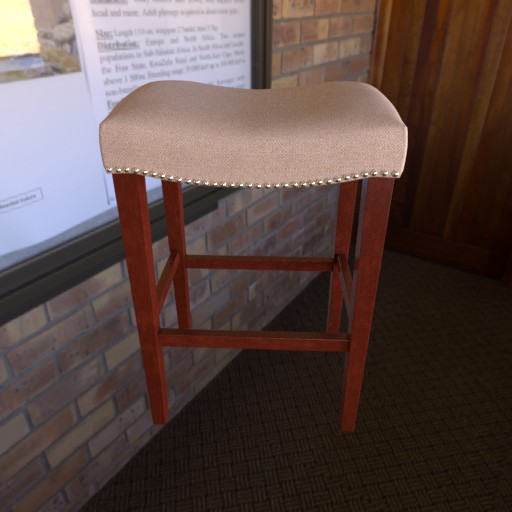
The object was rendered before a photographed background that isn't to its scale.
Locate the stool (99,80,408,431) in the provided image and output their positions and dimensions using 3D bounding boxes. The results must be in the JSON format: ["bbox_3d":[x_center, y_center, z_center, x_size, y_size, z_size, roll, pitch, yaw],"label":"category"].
[{"bbox_3d":[0.000,0.000,1.027,0.504,0.742,0.372,1,30,2],"label":"stool"}]
